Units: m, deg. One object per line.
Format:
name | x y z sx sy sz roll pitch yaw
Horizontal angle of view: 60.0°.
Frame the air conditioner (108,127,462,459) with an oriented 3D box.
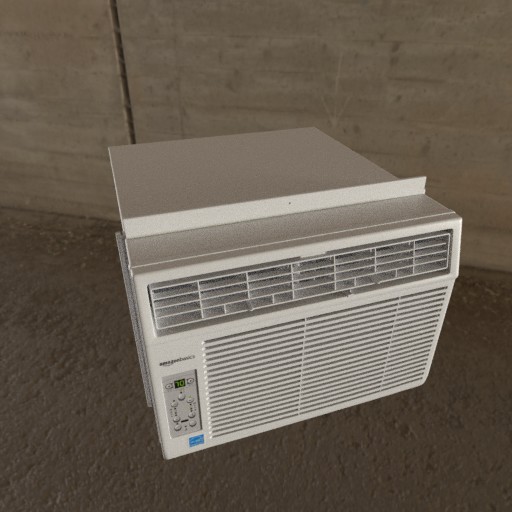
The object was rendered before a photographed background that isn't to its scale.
air conditioner | 0.000 0.000 0.878 0.503 0.388 0.546 -10 33 -16
